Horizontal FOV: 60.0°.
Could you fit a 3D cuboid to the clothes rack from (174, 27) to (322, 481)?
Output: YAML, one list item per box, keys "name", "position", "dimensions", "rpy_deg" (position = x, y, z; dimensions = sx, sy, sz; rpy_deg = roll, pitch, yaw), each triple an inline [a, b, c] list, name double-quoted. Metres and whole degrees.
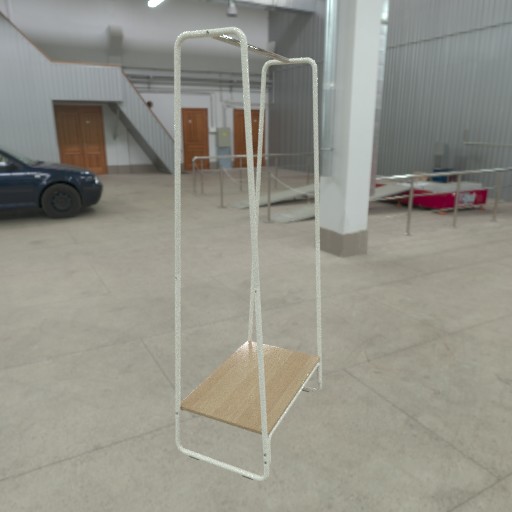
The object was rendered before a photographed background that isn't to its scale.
- name: "clothes rack"
  position: [0.000, 0.000, 1.735]
  dimensions: [0.400, 1.500, 0.640]
  rpy_deg: [8, 18, 25]
